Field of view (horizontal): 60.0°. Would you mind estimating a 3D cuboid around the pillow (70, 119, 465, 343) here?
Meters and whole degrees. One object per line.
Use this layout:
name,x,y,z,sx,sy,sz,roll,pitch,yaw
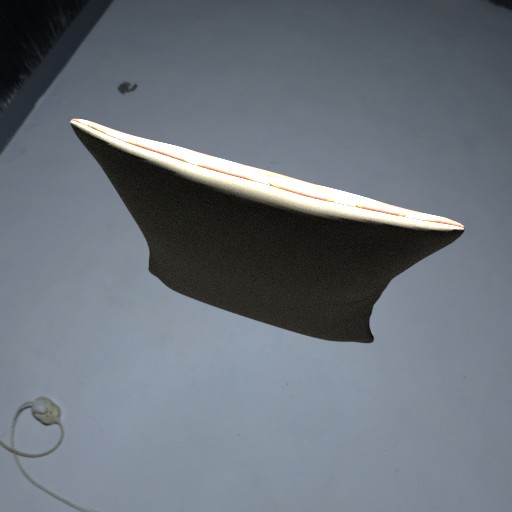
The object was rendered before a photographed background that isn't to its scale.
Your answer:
pillow,0.000,0.000,0.811,0.552,0.508,0.166,17,64,9
